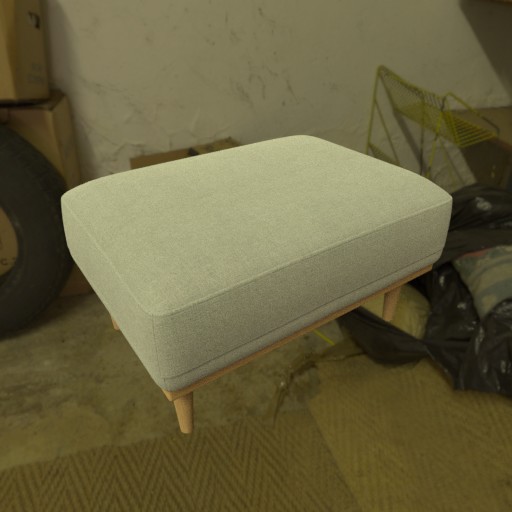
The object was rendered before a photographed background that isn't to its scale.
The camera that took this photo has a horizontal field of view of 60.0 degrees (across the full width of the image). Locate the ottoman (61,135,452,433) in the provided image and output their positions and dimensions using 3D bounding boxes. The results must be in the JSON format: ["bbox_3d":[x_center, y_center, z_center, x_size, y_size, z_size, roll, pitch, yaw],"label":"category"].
[{"bbox_3d":[0.000,0.000,1.076,0.749,0.428,0.549,-20,37,-29],"label":"ottoman"}]
